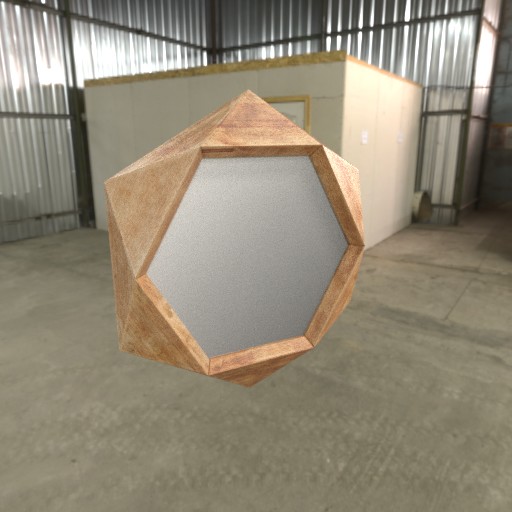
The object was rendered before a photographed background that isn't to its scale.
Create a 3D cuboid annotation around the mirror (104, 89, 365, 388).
[{"bbox_3d":[0.000,0.000,1.094,0.675,0.779,0.091,-8,17,-26],"label":"mirror"}]
